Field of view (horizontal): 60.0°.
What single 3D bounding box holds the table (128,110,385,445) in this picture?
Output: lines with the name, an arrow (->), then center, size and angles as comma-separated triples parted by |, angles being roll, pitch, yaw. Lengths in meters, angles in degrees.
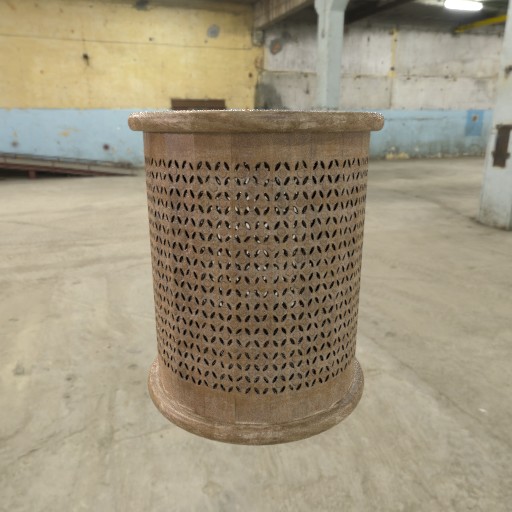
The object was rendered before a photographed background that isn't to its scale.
table -> 0.000, 0.000, 0.792 | 0.407, 0.482, 0.407 | 0, 16, 0
